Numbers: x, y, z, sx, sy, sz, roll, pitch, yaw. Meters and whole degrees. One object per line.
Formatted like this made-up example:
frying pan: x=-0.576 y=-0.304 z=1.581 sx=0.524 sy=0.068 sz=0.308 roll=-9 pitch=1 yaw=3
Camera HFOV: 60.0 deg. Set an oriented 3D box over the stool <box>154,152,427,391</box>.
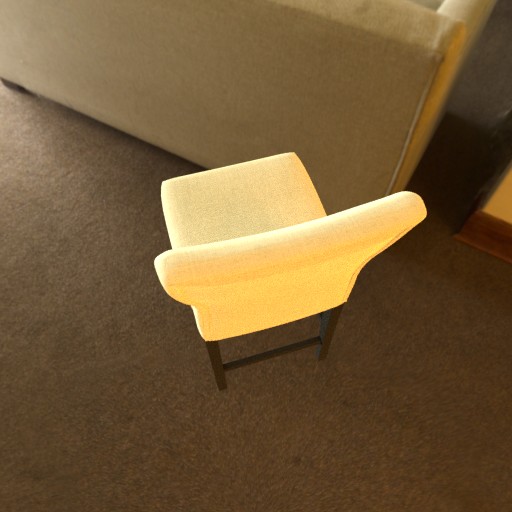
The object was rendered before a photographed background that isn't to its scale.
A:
stool: x=0.000 y=0.000 z=1.314 sx=0.514 sy=0.972 sz=0.603 roll=-14 pitch=60 yaw=-9
